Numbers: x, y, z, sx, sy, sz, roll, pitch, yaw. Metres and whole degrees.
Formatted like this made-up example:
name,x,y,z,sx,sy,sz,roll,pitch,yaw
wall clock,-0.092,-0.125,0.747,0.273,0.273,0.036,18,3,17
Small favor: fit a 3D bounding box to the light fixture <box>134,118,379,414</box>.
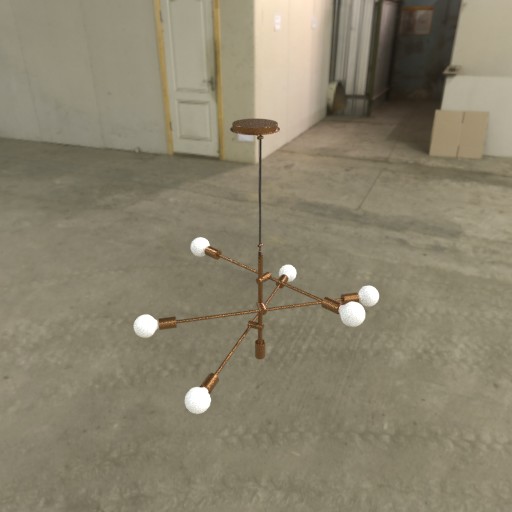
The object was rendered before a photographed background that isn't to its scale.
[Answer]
name,x,y,z,sx,sy,sz,roll,pitch,yaw
light fixture,0.000,0.000,1.263,0.682,0.744,0.637,-21,35,-33
